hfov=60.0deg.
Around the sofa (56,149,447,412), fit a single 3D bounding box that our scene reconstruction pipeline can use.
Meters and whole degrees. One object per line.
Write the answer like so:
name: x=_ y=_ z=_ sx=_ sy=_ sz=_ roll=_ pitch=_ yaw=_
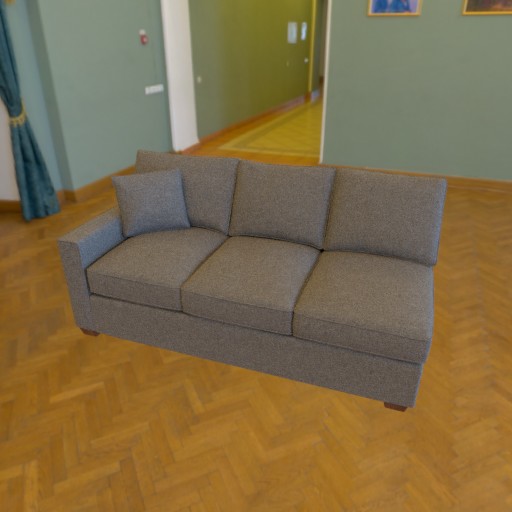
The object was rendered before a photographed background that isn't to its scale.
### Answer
sofa: x=0.000 y=0.000 z=2.580 sx=1.963 sy=0.946 sz=1.034 roll=9 pitch=28 yaw=17
